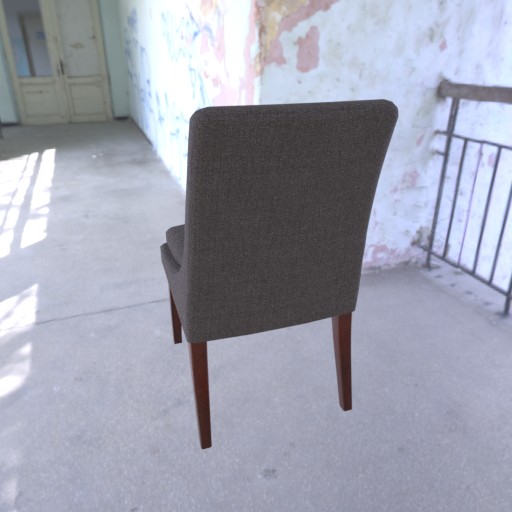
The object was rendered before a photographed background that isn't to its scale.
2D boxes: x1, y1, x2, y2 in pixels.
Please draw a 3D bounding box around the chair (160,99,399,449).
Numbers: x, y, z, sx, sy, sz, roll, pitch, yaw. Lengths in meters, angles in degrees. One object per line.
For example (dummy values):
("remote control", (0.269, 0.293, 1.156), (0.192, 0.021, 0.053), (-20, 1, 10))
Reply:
("chair", (0.000, 0.000, 1.348), (0.508, 0.952, 0.655), (-8, 27, -17))
